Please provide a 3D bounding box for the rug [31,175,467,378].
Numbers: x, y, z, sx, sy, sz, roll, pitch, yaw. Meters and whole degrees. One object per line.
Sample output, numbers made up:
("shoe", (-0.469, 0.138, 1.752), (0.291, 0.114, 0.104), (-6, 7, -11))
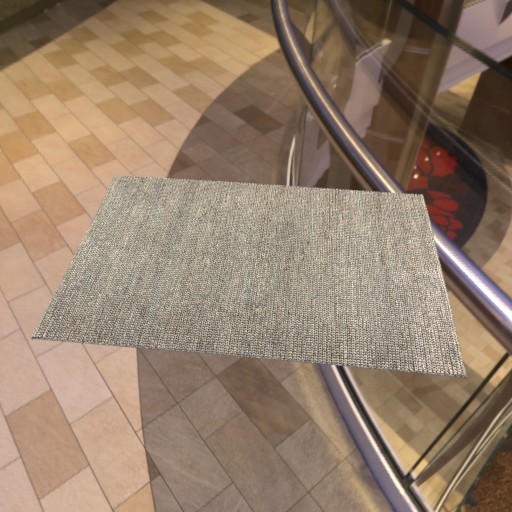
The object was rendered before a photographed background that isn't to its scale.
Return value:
("rug", (0.000, 0.000, 2.974), (2.443, 0.021, 1.538), (4, 48, 4))
